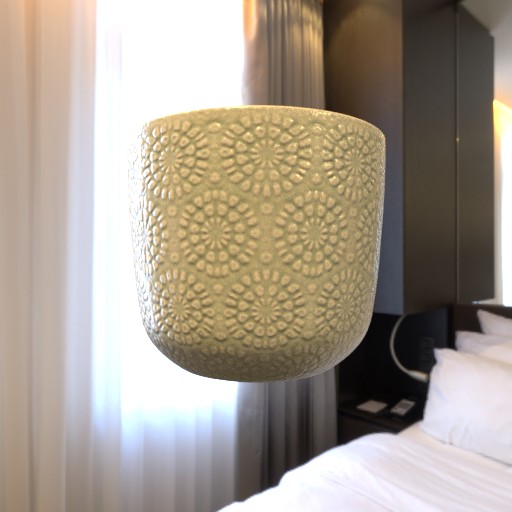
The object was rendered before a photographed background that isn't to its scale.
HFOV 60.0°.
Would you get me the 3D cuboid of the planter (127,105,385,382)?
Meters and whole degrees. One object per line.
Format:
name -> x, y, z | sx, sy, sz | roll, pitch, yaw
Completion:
planter -> 0.000, 0.000, 0.221 | 0.124, 0.109, 0.124 | 0, 0, 0
